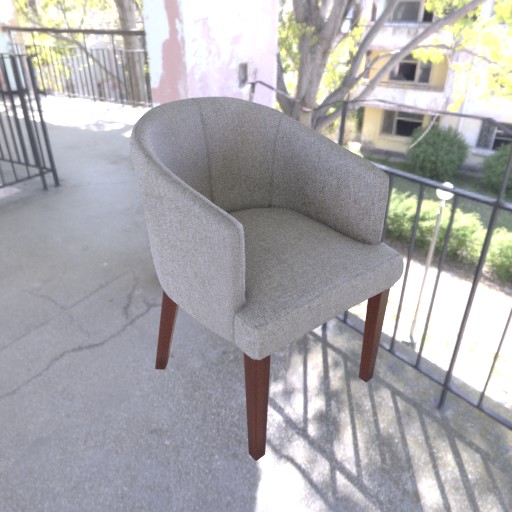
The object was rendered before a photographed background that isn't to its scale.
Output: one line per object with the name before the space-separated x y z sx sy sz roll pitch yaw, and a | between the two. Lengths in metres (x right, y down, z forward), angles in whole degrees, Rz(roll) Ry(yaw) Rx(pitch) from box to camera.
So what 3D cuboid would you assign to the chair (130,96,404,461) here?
chair | 0.000 0.000 1.300 0.583 0.811 0.655 -22 35 -34
